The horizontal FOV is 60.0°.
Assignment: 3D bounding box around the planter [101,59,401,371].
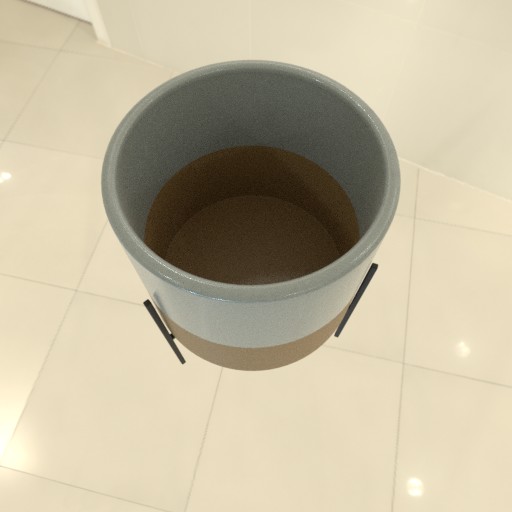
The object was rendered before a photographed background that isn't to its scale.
[{"bbox_3d":[0.000,0.000,0.721,0.360,0.480,0.348,18,65,9],"label":"planter"}]
